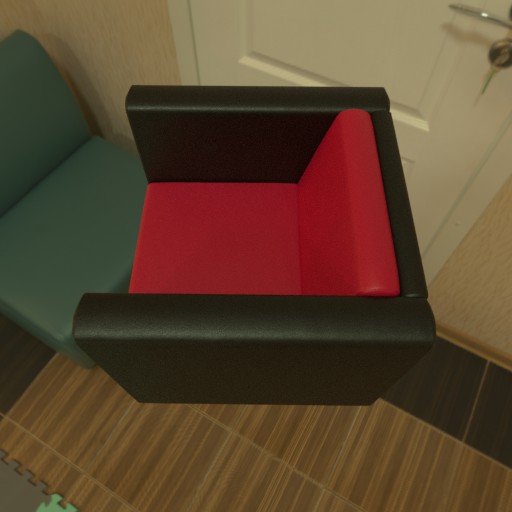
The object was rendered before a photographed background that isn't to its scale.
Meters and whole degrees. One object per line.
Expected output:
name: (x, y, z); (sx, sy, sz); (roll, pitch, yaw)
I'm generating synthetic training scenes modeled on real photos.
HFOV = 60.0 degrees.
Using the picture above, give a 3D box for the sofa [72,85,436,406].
sofa: (0.000, 0.000, 1.454); (0.809, 0.724, 0.839); (1, 59, 0)
